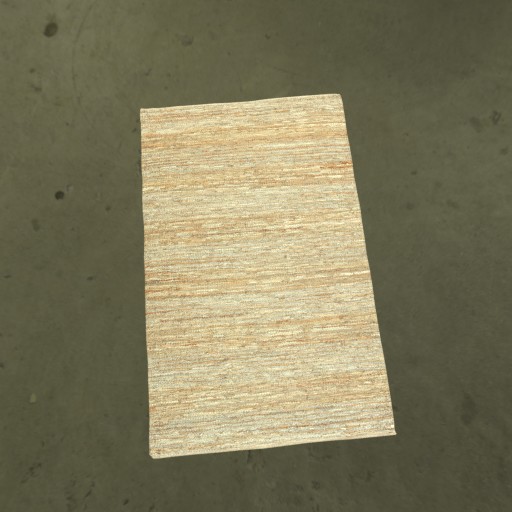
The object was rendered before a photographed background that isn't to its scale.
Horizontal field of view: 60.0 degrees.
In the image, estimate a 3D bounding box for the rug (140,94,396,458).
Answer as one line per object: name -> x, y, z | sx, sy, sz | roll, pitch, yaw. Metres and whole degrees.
rug -> 0.000, 0.000, 3.039 | 1.529, 0.009, 2.446 | -5, 75, -1
